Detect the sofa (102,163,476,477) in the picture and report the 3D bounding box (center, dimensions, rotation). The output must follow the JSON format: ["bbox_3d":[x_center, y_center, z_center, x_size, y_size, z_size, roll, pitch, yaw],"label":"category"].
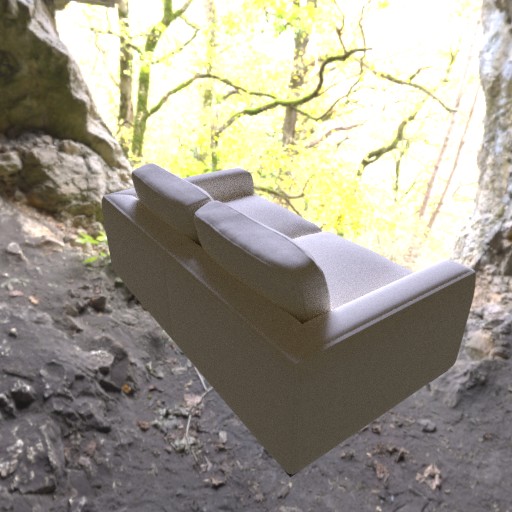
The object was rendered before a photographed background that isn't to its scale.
[{"bbox_3d":[0.000,0.000,2.408,1.069,0.801,1.920,-18,33,-31],"label":"sofa"}]
